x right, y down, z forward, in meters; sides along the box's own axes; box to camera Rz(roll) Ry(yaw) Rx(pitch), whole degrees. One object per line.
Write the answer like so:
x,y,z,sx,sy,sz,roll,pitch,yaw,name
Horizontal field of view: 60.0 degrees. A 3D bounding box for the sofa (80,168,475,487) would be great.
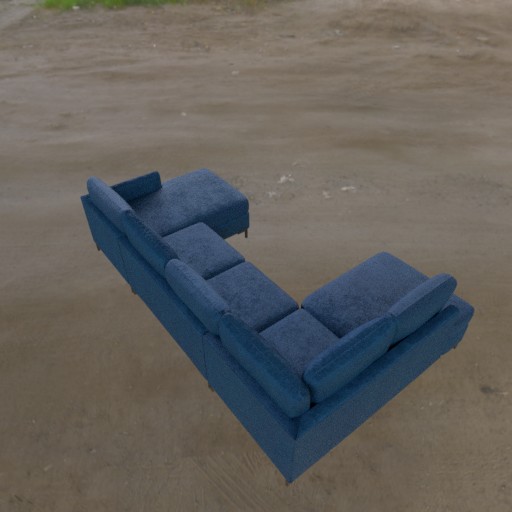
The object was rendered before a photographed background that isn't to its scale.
0.000,0.000,4.274,2.055,0.992,3.434,-27,47,-28,sofa
